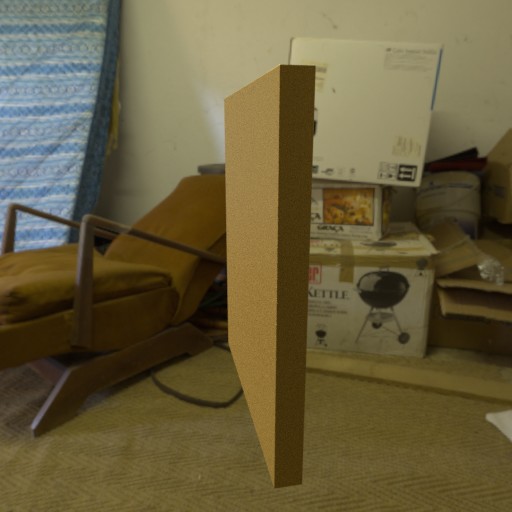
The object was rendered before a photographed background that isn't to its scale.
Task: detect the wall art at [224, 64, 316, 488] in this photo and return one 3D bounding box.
[{"bbox_3d":[0.000,0.000,0.897,0.048,0.642,0.537,-3,15,-11],"label":"wall art"}]
